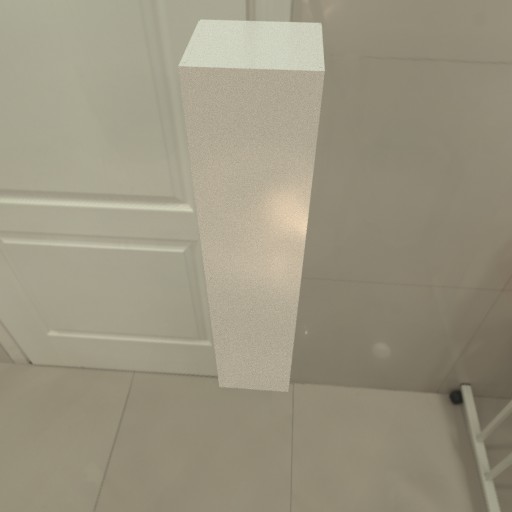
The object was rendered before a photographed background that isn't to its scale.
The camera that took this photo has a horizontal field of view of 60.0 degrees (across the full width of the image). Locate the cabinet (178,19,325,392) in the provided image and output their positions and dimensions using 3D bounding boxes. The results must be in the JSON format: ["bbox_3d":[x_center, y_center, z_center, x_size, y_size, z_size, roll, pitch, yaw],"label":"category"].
[{"bbox_3d":[0.000,0.000,1.506,0.300,1.400,0.270,3,47,3],"label":"cabinet"}]
